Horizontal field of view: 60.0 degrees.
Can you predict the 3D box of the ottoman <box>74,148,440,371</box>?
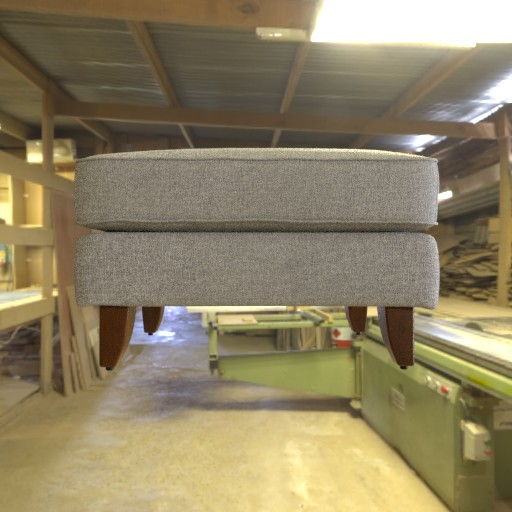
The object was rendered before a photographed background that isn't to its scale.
[{"bbox_3d":[0.000,0.000,1.339,0.889,0.561,0.661,0,-1,-1],"label":"ottoman"}]
